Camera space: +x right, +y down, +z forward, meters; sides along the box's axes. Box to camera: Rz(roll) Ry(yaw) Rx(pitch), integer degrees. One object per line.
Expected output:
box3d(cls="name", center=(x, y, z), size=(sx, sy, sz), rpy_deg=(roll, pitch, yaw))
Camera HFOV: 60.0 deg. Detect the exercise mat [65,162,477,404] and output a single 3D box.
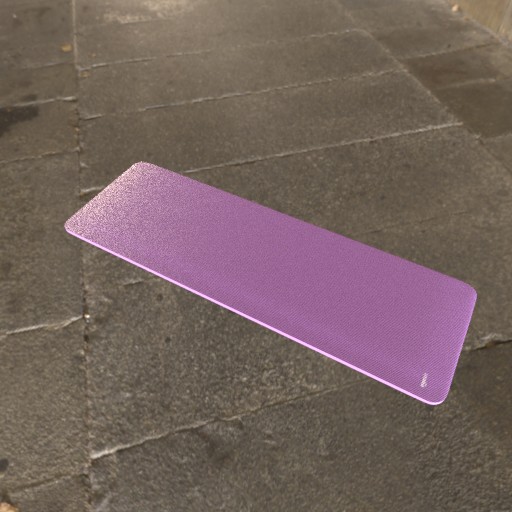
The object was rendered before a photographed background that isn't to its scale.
box3d(cls="exercise mat", center=(0.000, 0.000, 2.043), size=(1.869, 0.021, 0.616), rpy_deg=(23, 52, 19))
